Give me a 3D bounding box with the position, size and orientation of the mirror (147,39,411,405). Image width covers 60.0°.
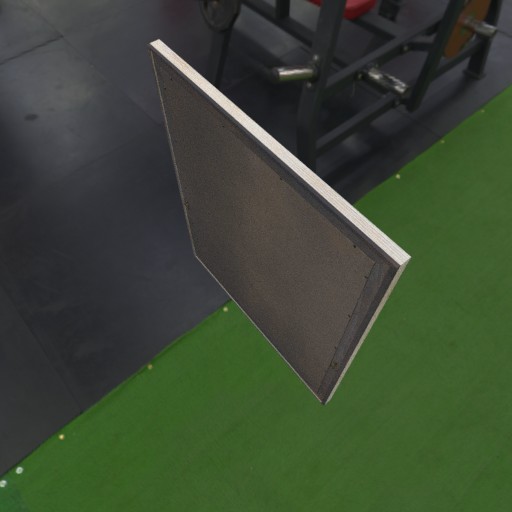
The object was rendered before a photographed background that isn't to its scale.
[{"bbox_3d":[0.000,0.000,1.207,0.032,0.882,0.730,-34,64,-19],"label":"mirror"}]
